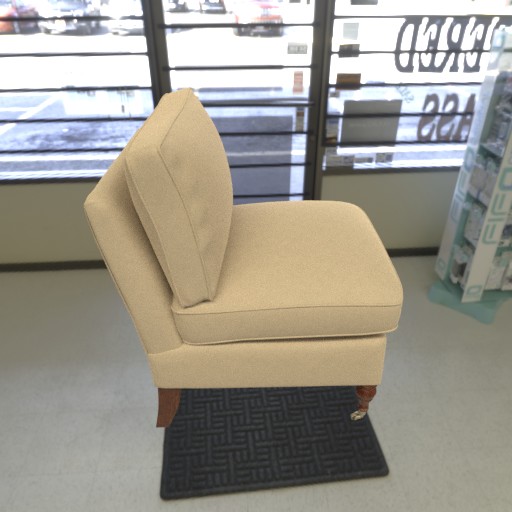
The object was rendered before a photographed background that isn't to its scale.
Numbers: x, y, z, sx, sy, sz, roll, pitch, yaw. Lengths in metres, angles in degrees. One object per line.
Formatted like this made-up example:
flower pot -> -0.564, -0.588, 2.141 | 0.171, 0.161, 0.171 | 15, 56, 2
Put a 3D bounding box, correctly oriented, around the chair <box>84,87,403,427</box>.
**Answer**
chair -> 0.000, 0.000, 1.624 | 0.912, 1.052, 0.724 | 0, 32, -1
